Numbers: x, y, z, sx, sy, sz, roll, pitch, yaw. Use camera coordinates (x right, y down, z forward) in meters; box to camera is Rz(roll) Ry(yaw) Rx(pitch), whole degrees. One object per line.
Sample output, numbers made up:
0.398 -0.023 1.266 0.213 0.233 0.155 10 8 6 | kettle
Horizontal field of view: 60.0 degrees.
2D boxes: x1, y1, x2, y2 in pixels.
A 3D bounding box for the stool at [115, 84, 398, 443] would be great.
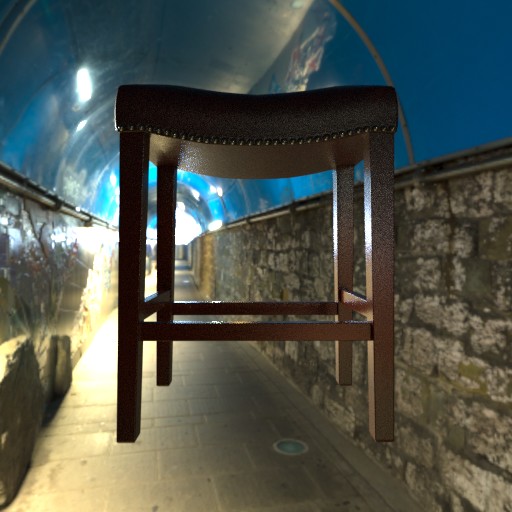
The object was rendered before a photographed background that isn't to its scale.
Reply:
0.000 0.000 0.960 0.504 0.657 0.372 0 1 -1 | stool
